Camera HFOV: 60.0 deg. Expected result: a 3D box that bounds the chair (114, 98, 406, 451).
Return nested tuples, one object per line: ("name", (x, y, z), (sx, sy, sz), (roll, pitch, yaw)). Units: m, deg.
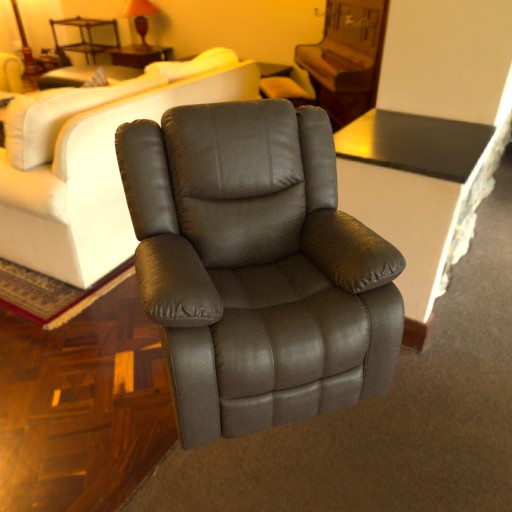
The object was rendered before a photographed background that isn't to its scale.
("chair", (0.000, 0.000, 1.704), (0.899, 1.009, 0.934), (-10, 34, -15))
